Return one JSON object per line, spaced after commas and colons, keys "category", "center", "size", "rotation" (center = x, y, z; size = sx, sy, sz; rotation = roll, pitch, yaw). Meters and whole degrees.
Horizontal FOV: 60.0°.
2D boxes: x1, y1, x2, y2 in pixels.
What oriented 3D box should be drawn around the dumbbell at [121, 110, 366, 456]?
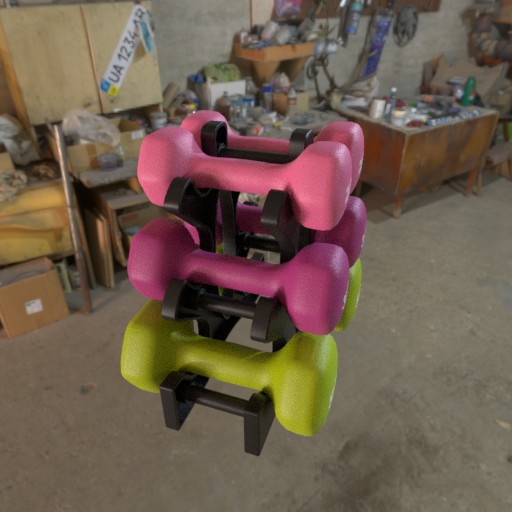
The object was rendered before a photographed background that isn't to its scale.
{"category": "dumbbell", "center": [0.000, 0.000, 0.450], "size": [0.203, 0.261, 0.257], "rotation": [10, 32, 17]}
